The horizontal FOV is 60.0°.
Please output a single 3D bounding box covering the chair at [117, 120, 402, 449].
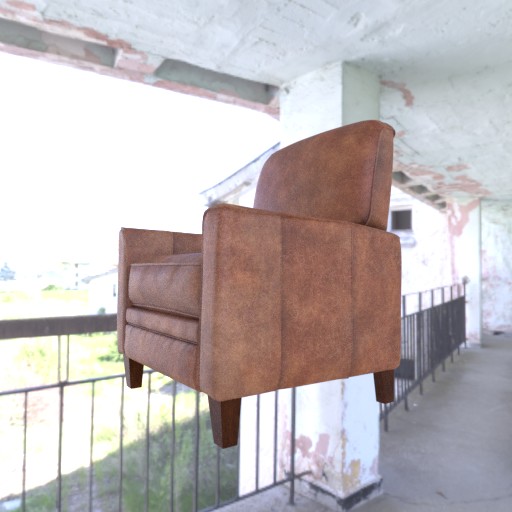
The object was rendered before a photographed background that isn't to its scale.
[{"bbox_3d":[0.000,0.000,1.683,0.836,1.043,0.843,1,-2,-35],"label":"chair"}]
